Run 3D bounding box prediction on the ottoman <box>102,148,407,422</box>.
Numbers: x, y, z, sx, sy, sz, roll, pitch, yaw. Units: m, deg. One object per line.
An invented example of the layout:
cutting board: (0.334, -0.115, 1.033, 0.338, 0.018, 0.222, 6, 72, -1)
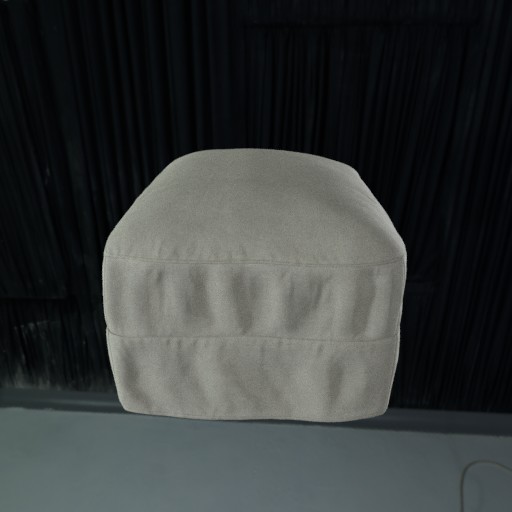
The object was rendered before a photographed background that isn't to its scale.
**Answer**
ottoman: (0.000, 0.000, 1.114, 0.584, 0.480, 0.712, 1, 25, 1)
